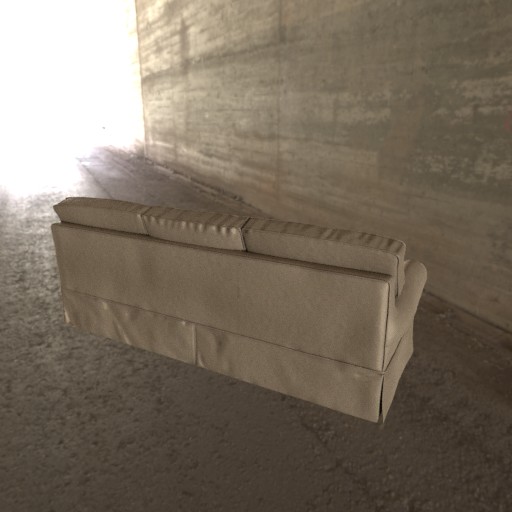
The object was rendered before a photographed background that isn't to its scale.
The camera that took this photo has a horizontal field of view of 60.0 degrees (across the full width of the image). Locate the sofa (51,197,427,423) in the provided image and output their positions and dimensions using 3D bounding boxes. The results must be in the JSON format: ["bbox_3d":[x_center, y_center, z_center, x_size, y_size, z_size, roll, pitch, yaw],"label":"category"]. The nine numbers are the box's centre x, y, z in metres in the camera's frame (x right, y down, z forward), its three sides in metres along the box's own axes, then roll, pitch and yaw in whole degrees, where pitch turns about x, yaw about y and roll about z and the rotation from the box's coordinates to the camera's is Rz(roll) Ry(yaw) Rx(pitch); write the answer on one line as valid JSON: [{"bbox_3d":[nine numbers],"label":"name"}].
[{"bbox_3d":[0.000,0.000,3.388,2.475,0.978,1.733,9,20,27],"label":"sofa"}]
